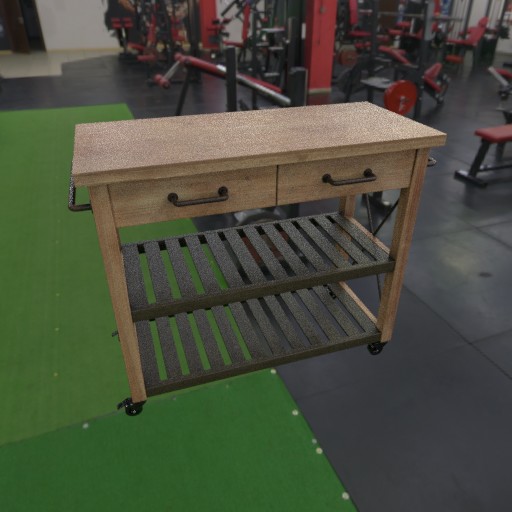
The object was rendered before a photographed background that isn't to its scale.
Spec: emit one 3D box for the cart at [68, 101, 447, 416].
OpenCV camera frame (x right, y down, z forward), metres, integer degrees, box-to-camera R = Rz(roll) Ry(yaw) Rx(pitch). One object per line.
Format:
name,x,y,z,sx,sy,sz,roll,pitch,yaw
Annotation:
cart,0.000,0.000,0.976,0.686,0.554,0.298,-10,33,-16
